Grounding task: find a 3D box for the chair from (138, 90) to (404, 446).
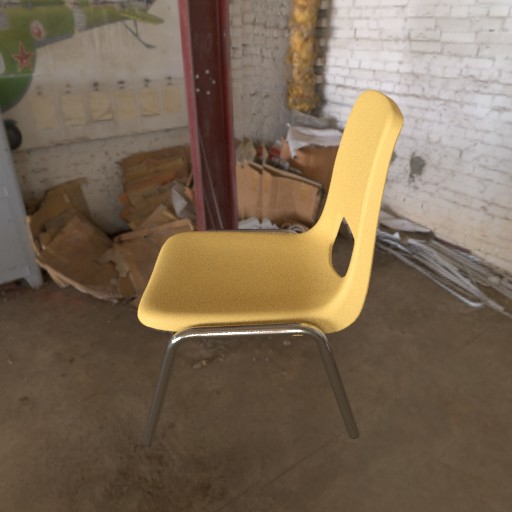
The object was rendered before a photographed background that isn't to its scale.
[{"bbox_3d":[0.000,0.000,0.769,0.385,0.536,0.354,0,28,0],"label":"chair"}]
